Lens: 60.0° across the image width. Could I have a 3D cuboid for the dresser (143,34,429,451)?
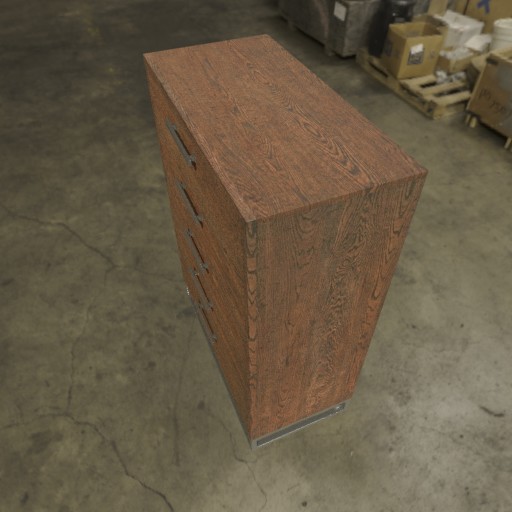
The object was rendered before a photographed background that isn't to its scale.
[{"bbox_3d":[0.000,0.000,1.794,0.508,1.321,0.965,-17,49,-16],"label":"dresser"}]
